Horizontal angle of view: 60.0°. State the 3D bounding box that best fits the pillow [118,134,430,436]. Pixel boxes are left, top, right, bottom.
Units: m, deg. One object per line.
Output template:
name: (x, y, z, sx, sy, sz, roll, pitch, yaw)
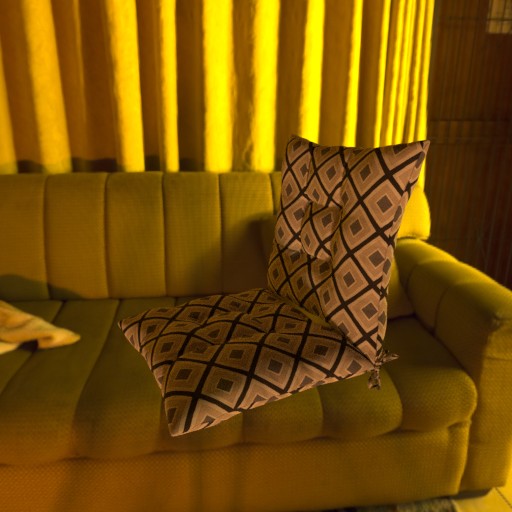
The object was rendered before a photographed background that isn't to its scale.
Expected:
pillow: (0.000, 0.000, 1.037, 0.585, 0.536, 0.541, -9, 19, -26)
